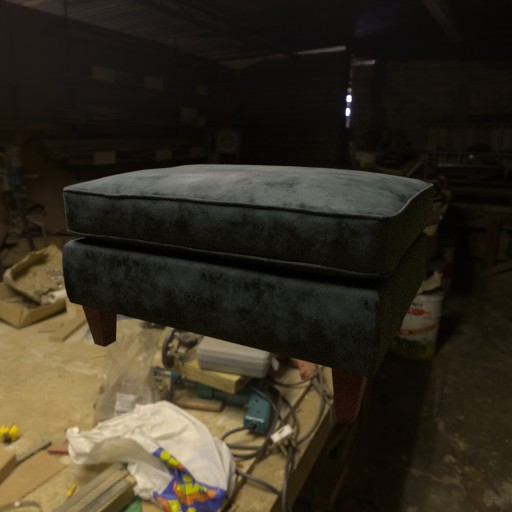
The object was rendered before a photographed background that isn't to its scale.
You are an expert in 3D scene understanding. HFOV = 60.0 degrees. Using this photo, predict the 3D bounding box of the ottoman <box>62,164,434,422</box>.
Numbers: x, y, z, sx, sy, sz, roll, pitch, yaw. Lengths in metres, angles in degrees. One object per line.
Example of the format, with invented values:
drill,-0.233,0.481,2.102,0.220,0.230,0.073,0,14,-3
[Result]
ottoman,0.000,0.000,1.262,0.864,0.495,0.632,8,18,27
